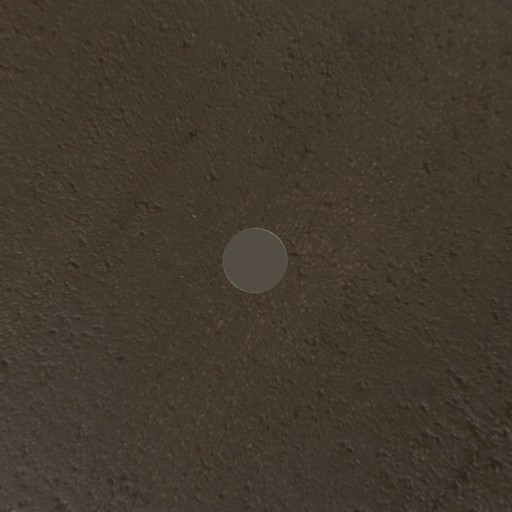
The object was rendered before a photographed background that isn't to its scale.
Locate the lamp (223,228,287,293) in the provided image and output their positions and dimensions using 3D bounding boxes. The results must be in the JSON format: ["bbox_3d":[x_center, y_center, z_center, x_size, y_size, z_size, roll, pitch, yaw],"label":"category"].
[{"bbox_3d":[0.000,0.000,2.105,0.355,1.919,0.355,0,91,0],"label":"lamp"}]
